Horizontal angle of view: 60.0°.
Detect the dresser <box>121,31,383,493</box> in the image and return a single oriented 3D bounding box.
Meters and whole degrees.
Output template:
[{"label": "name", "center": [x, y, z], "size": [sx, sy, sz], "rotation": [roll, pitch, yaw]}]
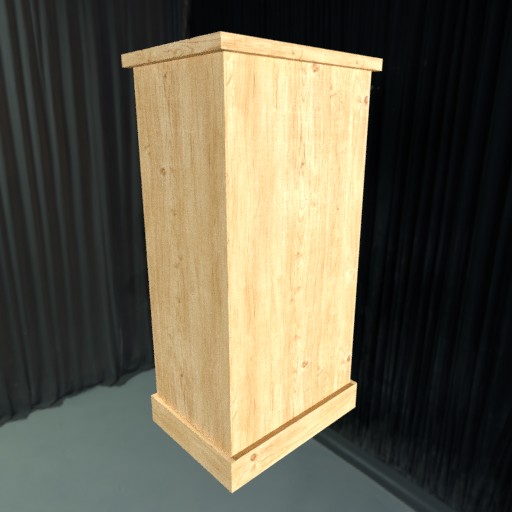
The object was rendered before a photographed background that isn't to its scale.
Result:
[{"label": "dresser", "center": [0.000, 0.000, 1.260], "size": [0.531, 1.041, 0.390], "rotation": [-15, 22, -40]}]
